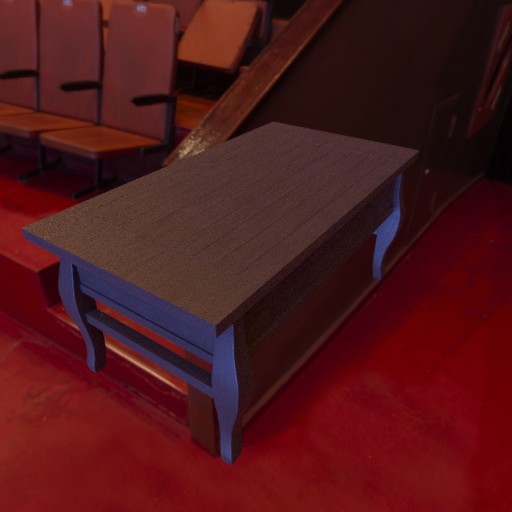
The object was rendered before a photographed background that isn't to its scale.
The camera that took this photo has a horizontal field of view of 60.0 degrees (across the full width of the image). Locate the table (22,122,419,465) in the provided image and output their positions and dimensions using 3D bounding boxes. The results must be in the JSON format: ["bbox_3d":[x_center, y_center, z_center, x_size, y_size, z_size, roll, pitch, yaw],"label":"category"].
[{"bbox_3d":[0.000,0.000,1.384,0.600,0.494,1.062,21,38,29],"label":"table"}]
